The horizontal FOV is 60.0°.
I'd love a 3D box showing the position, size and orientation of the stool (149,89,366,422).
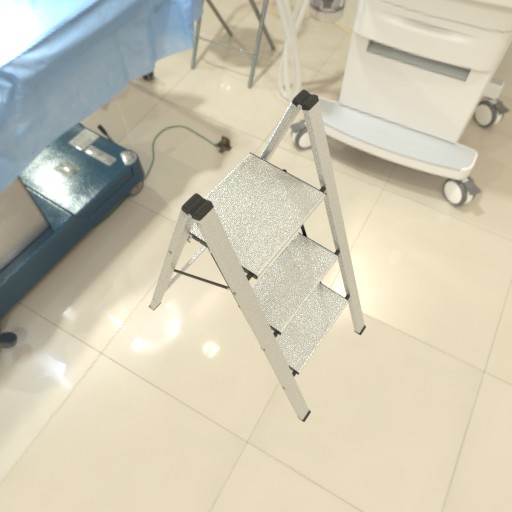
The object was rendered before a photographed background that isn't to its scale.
[{"bbox_3d":[0.000,0.000,1.334,0.730,0.902,0.441,32,64,18],"label":"stool"}]
